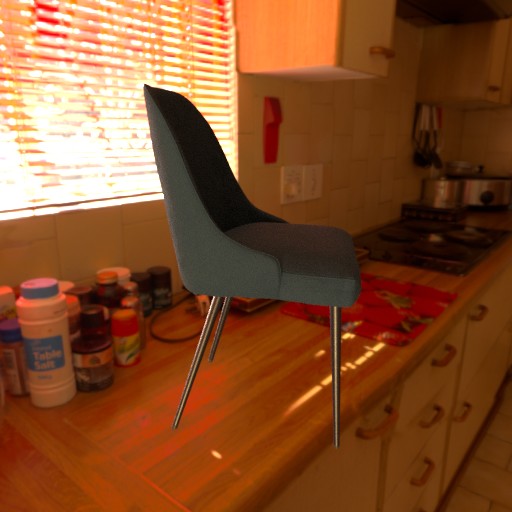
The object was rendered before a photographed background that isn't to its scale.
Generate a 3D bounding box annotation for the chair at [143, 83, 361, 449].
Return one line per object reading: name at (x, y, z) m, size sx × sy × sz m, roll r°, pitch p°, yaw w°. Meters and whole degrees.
chair at (0.000, 0.000, 1.236) m, size 0.559 × 0.896 × 0.478 m, roll 3°, pitch 16°, yaw 9°
